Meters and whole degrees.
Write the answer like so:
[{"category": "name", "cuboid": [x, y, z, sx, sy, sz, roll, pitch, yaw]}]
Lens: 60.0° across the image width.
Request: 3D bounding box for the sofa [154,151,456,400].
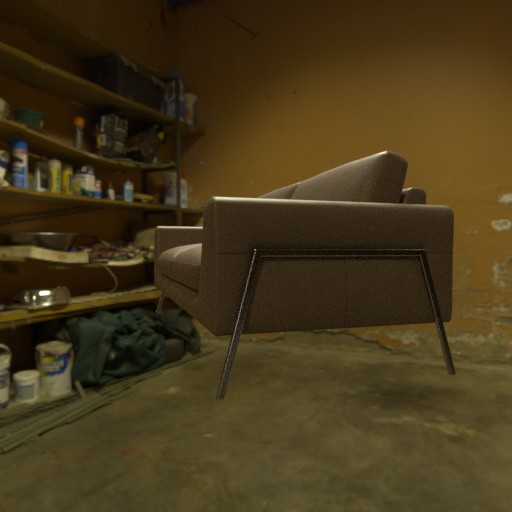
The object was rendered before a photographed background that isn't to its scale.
[{"category": "sofa", "cuboid": [0.000, 0.000, 2.479, 0.953, 0.875, 2.017, 0, 1, -18]}]
